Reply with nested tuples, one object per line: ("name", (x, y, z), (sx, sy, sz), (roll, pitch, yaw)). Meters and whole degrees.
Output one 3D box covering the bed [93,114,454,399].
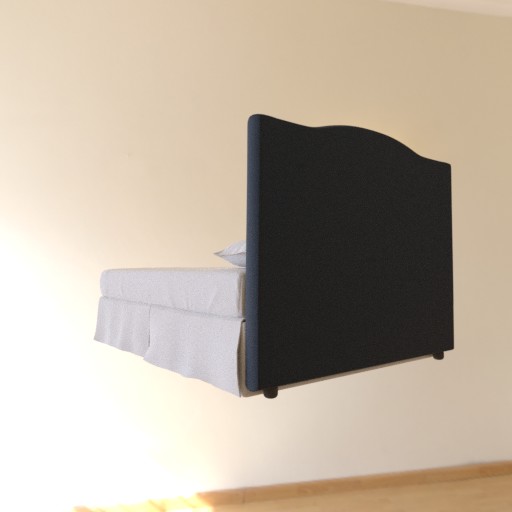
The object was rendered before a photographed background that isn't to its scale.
("bed", (0.000, 0.000, 3.465), (1.821, 1.436, 2.282), (1, -2, -37))
